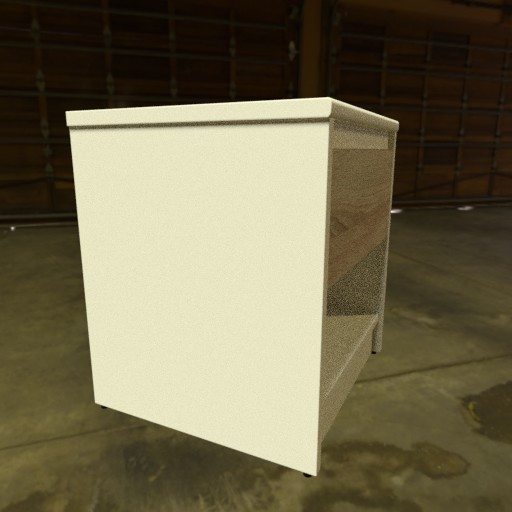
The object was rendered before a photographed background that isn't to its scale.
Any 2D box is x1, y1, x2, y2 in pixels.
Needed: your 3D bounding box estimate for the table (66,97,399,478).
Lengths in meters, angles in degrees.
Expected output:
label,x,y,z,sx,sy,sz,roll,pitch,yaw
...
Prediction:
label,x,y,z,sx,sy,sz,roll,pitch,yaw
table,0.000,0.000,0.767,0.380,0.460,0.420,7,15,26
